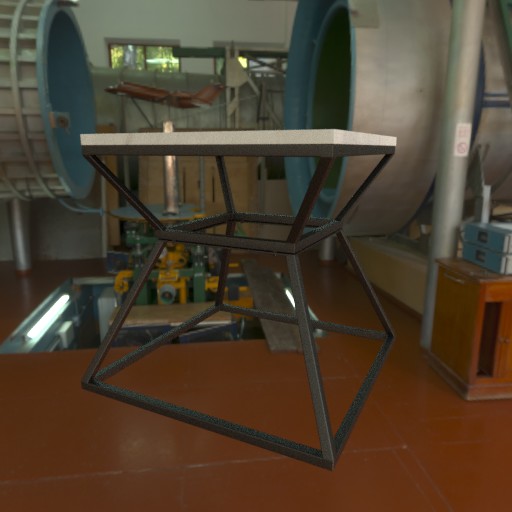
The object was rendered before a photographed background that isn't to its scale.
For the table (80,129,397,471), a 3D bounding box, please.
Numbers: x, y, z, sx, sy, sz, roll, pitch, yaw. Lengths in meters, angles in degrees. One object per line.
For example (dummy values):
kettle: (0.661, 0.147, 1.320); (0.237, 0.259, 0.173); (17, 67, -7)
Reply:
table: (0.000, 0.000, 0.822); (0.455, 0.431, 0.455); (7, 15, 26)
